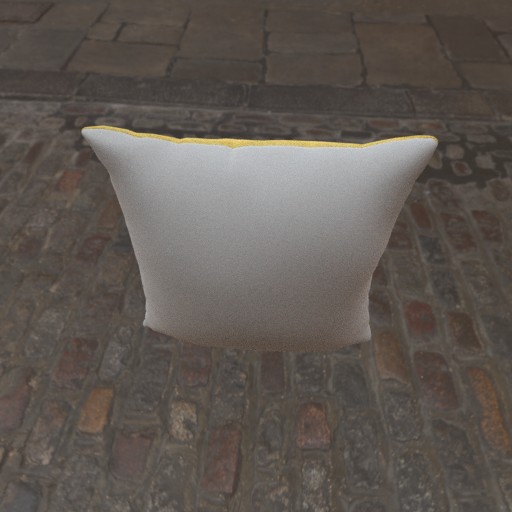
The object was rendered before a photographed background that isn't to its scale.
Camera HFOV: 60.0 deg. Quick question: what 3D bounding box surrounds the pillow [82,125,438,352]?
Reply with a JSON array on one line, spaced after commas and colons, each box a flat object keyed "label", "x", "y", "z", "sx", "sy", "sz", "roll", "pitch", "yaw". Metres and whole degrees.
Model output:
[{"label": "pillow", "x": 0.000, "y": 0.000, "z": 0.715, "sx": 0.450, "sy": 0.450, "sz": 0.211, "roll": 3, "pitch": 47, "yaw": 2}]
